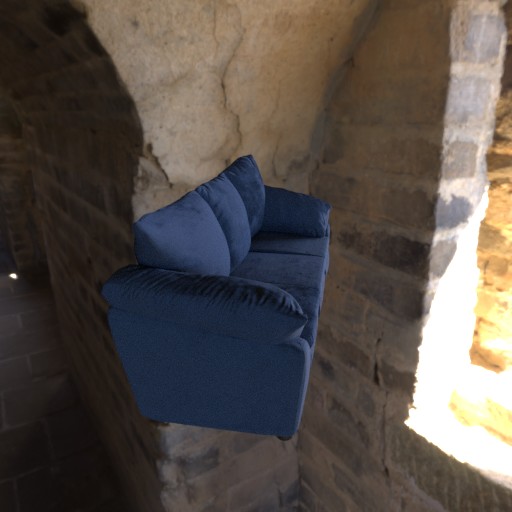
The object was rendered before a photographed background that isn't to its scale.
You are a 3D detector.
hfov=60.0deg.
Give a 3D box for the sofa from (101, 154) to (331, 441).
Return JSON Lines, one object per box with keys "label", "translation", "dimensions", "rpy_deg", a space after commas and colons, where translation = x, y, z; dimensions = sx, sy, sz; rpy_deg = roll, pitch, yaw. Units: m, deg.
{"label": "sofa", "translation": [0.000, 0.000, 2.870], "dimensions": [0.907, 1.091, 2.390], "rpy_deg": [4, 19, 11]}
